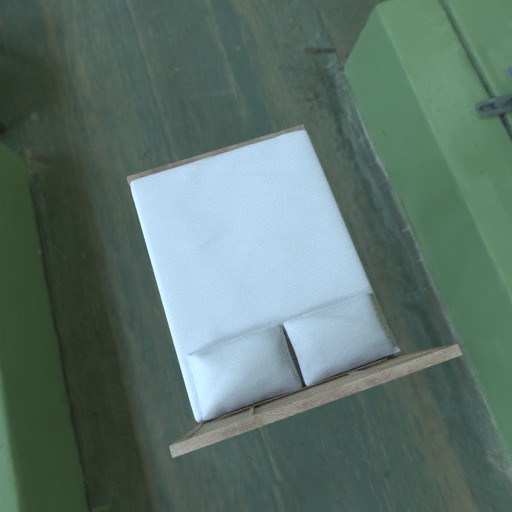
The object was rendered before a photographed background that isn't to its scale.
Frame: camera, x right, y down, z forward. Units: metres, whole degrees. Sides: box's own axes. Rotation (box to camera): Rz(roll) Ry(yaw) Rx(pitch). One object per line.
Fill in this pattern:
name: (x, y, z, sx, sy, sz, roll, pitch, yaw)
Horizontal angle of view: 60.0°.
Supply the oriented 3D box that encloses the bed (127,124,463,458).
bed: (0.000, 0.000, 3.381, 1.626, 1.626, 2.197, -18, 75, -5)
